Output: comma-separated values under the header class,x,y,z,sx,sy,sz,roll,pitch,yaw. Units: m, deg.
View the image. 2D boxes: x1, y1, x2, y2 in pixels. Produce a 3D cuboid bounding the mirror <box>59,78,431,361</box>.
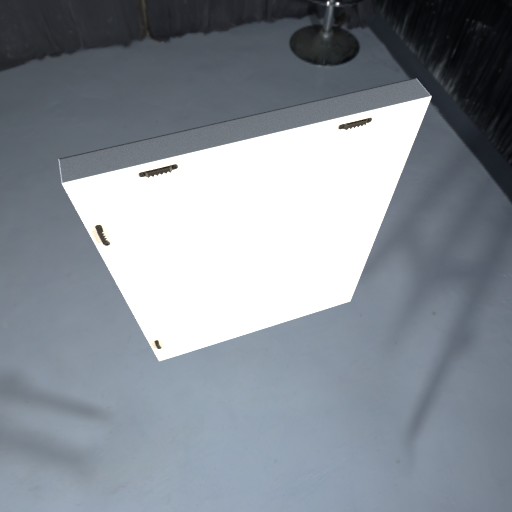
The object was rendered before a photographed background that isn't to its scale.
class,x,y,z,sx,sy,sz,roll,pitch,yaw
mirror,0.000,0.000,0.684,0.406,0.509,0.041,-16,59,-10
